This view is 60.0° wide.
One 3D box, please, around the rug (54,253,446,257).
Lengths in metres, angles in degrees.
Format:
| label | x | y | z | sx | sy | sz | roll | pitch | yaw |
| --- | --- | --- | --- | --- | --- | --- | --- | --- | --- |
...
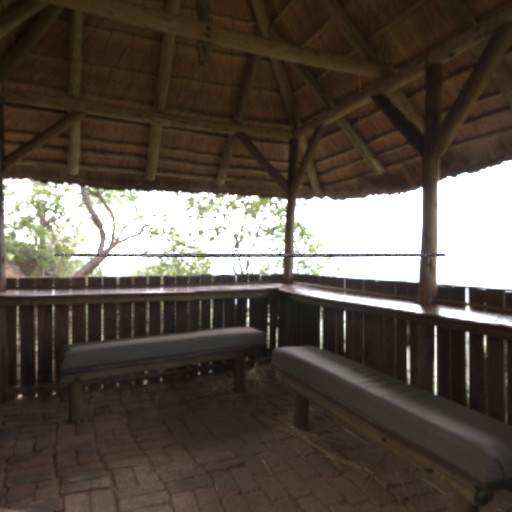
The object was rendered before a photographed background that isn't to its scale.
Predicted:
| label | x | y | z | sx | sy | sz | roll | pitch | yaw |
| --- | --- | --- | --- | --- | --- | --- | --- | --- | --- |
| rug | 0.000 | 0.000 | 4.332 | 2.448 | 0.017 | 3.204 | 0 | 0 | 2 |
